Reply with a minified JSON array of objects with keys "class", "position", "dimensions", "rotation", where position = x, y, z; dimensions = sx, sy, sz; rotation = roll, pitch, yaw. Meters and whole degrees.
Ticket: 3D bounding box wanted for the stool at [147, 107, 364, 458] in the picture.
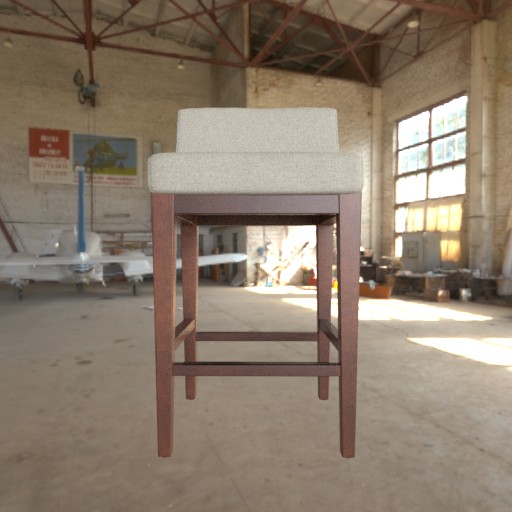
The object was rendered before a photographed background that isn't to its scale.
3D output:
[{"class":"stool","position":[0.000,0.000,1.246],"dimensions":[0.511,0.937,0.500],"rotation":[0,1,0]}]
